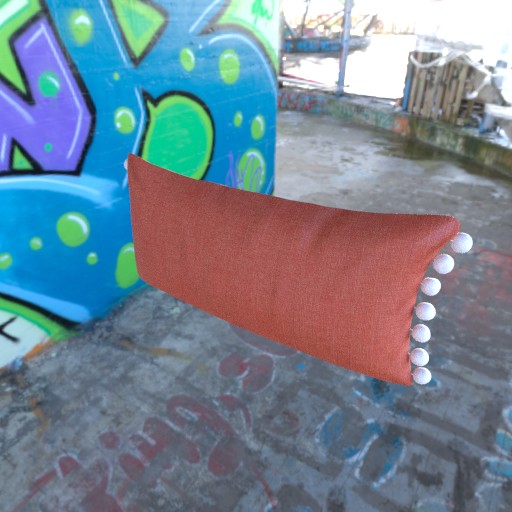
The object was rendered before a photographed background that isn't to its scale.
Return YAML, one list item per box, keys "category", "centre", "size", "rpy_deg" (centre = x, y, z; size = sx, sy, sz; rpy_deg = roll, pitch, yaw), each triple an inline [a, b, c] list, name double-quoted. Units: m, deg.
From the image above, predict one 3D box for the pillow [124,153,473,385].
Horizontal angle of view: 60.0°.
- category: "pillow"
  centre: [0.000, 0.000, 0.841]
  size: [0.709, 0.322, 0.201]
  rpy_deg: [18, 34, 29]
